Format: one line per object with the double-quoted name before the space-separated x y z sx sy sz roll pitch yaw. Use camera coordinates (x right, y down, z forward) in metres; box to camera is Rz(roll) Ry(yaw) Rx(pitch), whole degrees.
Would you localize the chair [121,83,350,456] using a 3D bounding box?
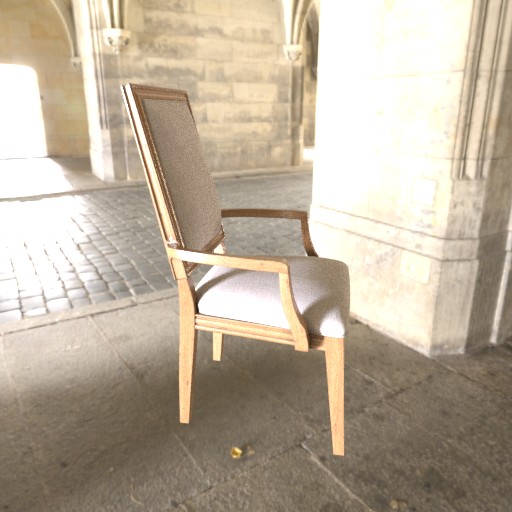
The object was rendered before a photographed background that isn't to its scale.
"chair" 0.000 0.000 1.383 0.602 0.990 0.606 3 18 10
